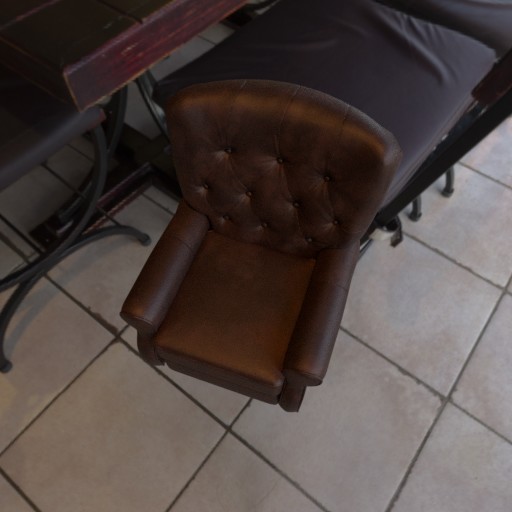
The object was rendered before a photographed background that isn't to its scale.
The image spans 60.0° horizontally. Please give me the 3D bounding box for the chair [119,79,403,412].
[{"bbox_3d":[0.000,0.000,1.994,0.948,1.158,1.058,16,59,10],"label":"chair"}]
